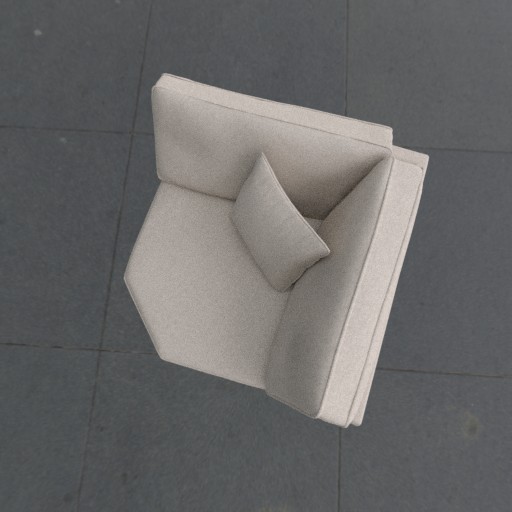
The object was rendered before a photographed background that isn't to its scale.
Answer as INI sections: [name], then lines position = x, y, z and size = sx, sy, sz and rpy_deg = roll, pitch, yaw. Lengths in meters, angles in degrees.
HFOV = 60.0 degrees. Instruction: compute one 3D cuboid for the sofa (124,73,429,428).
[sofa]
position = 0.000, 0.000, 1.868
size = 1.050, 0.937, 1.042
rpy_deg = 18, 77, 4
